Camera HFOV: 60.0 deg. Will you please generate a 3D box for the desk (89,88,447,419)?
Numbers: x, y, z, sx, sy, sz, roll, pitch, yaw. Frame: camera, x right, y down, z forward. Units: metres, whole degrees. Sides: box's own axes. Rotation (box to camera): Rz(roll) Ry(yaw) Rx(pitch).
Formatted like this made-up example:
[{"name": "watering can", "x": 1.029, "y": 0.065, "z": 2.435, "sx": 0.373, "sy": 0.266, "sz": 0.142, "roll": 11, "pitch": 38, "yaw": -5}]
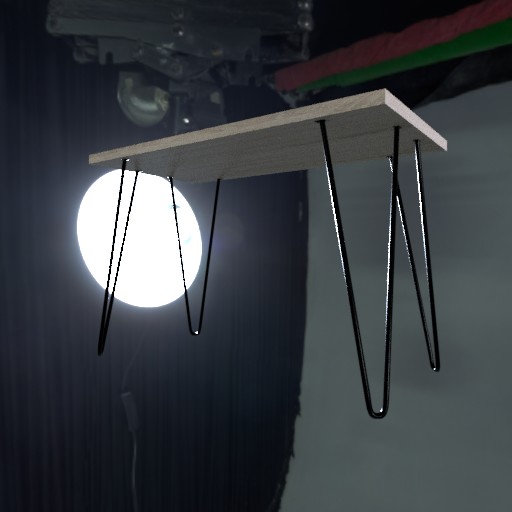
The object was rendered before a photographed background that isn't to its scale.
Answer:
[{"name": "desk", "x": 0.000, "y": 0.000, "z": 1.362, "sx": 0.991, "sy": 0.660, "sz": 0.499, "roll": 0, "pitch": 0, "yaw": 36}]
